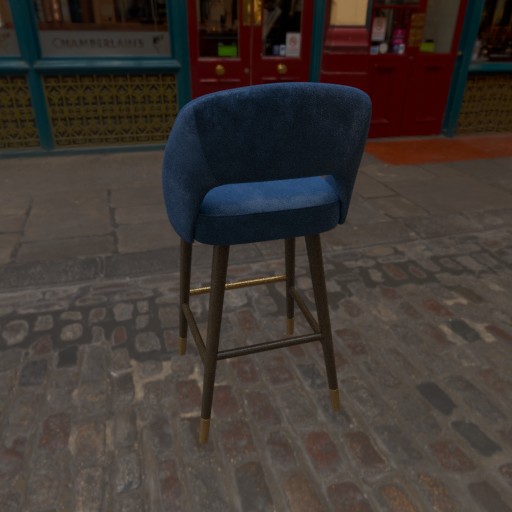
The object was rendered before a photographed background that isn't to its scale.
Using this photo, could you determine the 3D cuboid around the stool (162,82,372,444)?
[{"bbox_3d":[0.000,0.000,1.325,0.514,1.016,0.515,-8,28,-15],"label":"stool"}]
